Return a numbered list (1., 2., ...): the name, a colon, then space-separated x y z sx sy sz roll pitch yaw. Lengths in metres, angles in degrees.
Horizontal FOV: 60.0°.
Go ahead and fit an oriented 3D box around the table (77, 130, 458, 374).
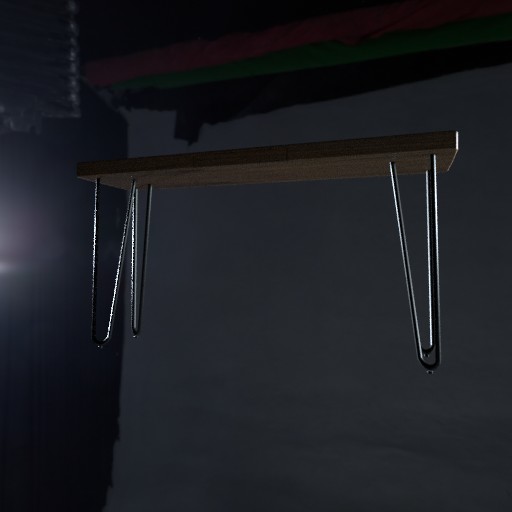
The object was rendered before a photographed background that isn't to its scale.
1. table: 0.000 0.000 1.925 1.570 0.834 0.425 0 -1 19
